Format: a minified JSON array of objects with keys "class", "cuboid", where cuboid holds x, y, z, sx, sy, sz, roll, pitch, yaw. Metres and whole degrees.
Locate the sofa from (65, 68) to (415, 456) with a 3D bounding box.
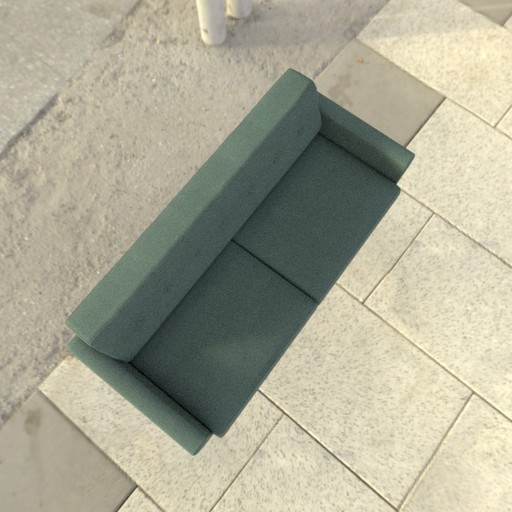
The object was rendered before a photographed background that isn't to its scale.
[{"class":"sofa","cuboid":[0.000,0.000,2.550,0.909,0.841,2.029,36,77,10]}]
